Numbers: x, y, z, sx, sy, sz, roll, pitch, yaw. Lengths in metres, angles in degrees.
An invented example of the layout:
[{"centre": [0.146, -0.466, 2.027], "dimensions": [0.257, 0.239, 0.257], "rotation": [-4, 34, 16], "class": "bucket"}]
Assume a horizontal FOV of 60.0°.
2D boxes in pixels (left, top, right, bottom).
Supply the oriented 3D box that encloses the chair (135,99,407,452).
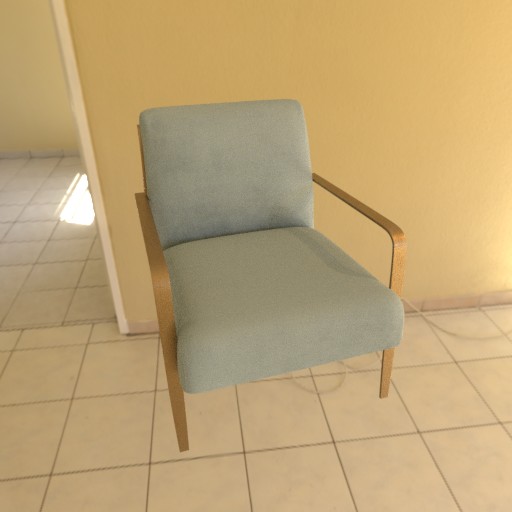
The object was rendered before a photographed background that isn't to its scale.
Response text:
[{"centre": [0.000, 0.000, 1.467], "dimensions": [0.701, 0.824, 0.842], "rotation": [-9, 32, -15], "class": "chair"}]
